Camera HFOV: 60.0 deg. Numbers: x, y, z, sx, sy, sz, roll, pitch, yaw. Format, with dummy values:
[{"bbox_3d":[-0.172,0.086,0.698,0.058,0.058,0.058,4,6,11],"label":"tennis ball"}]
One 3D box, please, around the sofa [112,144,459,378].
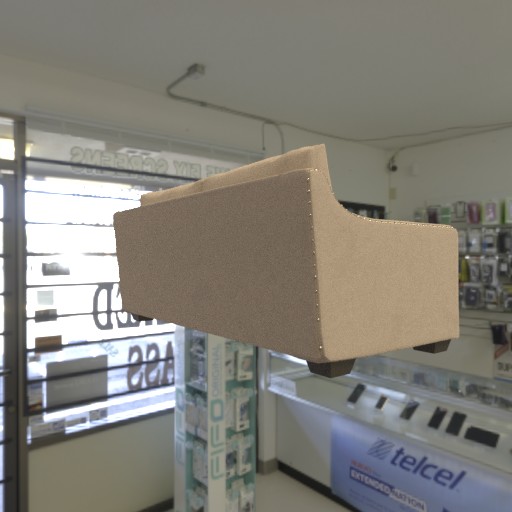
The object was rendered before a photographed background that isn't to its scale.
[{"bbox_3d":[0.000,0.000,2.610,1.030,0.901,1.967,0,0,-37],"label":"sofa"}]
